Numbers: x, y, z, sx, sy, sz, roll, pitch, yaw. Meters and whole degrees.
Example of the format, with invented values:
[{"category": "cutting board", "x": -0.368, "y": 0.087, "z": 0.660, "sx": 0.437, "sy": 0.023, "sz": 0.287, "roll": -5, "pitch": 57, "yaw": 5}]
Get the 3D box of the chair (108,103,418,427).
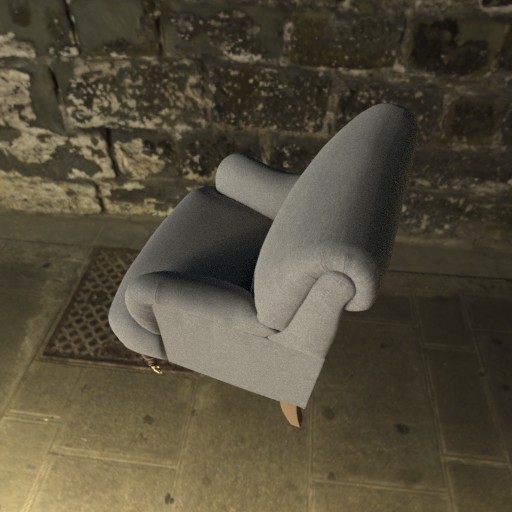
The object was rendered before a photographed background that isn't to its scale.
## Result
[{"category": "chair", "x": 0.000, "y": 0.000, "z": 1.546, "sx": 0.843, "sy": 0.942, "sz": 0.766, "roll": 15, "pitch": 48, "yaw": 14}]
